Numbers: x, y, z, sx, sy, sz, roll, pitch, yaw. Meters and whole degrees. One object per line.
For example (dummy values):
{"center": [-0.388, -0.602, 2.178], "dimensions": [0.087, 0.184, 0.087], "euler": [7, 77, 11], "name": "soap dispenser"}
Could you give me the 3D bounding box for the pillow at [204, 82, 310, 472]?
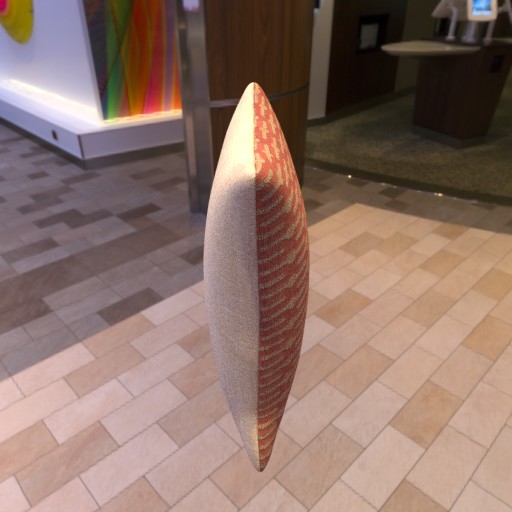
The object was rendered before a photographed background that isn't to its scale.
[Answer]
{"center": [0.000, 0.000, 0.792], "dimensions": [0.182, 0.503, 0.511], "euler": [0, 32, 0], "name": "pillow"}
